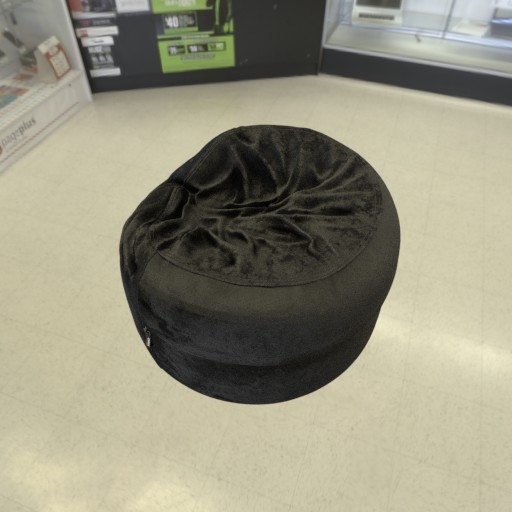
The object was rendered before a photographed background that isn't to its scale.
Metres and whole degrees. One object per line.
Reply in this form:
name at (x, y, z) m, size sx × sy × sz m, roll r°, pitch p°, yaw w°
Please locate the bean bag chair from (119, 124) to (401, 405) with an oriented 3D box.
bean bag chair at (0.000, 0.000, 1.537) m, size 0.918 × 0.605 × 0.918 m, roll 0°, pitch 47°, yaw 0°
